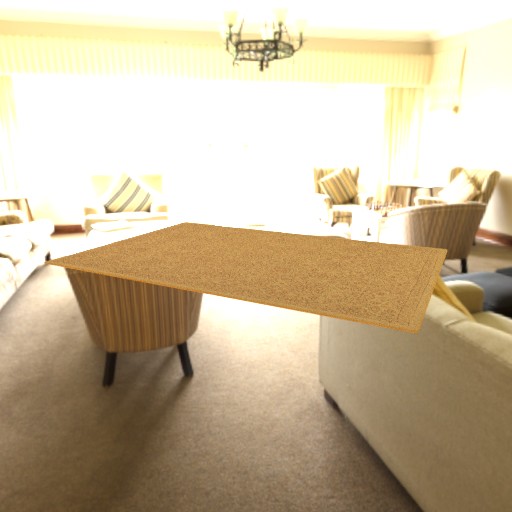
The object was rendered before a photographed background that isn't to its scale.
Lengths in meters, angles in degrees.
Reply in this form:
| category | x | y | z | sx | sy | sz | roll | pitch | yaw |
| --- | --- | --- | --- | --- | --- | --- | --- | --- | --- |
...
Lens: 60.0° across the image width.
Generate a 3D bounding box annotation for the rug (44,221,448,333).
| category | x | y | z | sx | sy | sz | roll | pitch | yaw |
| --- | --- | --- | --- | --- | --- | --- | --- | --- | --- |
| rug | 0.000 | 0.000 | 2.397 | 1.829 | 0.010 | 1.219 | 8 | 17 | 26 |
